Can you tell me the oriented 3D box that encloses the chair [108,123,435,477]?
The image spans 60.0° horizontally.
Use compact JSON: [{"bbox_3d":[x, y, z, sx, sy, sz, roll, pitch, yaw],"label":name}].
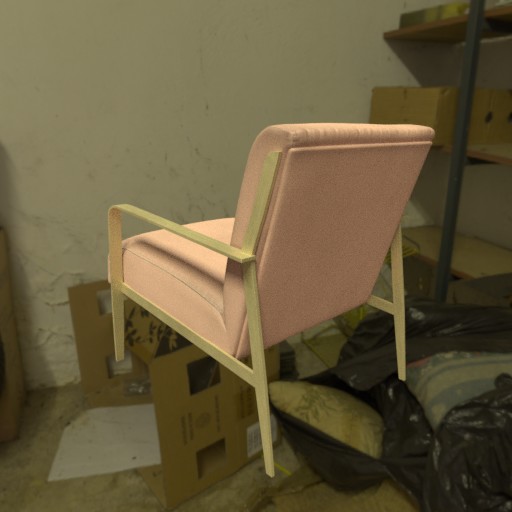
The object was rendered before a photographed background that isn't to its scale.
[{"bbox_3d":[0.000,0.000,1.442,0.701,0.823,0.848,-15,22,-41],"label":"chair"}]
